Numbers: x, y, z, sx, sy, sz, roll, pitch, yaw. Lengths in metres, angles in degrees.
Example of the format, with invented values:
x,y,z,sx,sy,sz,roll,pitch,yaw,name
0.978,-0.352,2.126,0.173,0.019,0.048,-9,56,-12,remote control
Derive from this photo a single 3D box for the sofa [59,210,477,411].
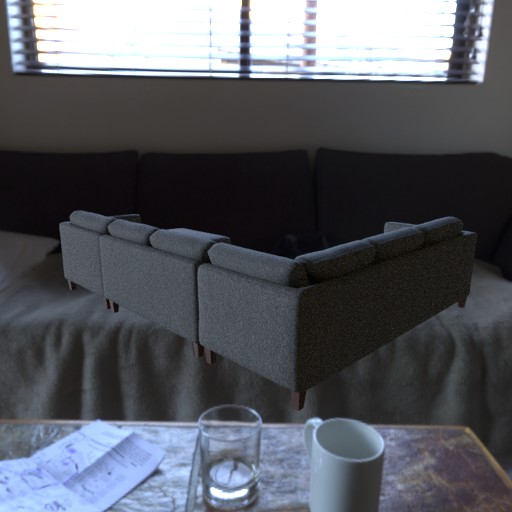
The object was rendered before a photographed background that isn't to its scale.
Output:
x,y,z,sx,sy,sz,roll,pitch,yaw,name
0.000,0.000,4.333,2.551,0.853,3.238,-13,19,-43,sofa
